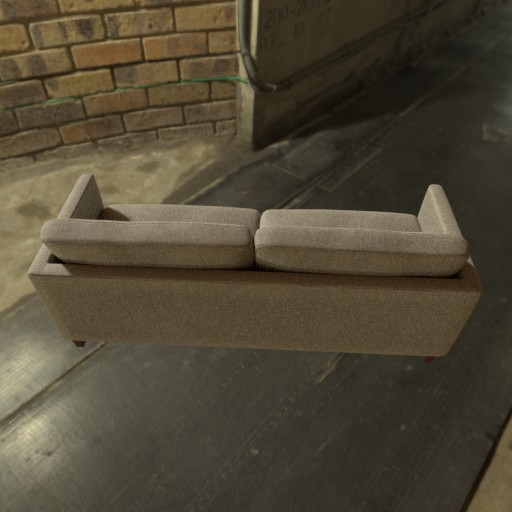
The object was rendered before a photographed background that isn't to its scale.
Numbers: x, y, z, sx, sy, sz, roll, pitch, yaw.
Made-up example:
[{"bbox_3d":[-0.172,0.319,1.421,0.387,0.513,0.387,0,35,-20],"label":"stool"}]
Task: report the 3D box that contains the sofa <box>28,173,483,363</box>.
[{"bbox_3d":[0.000,0.000,2.829,2.434,0.951,0.948,2,46,2],"label":"sofa"}]
